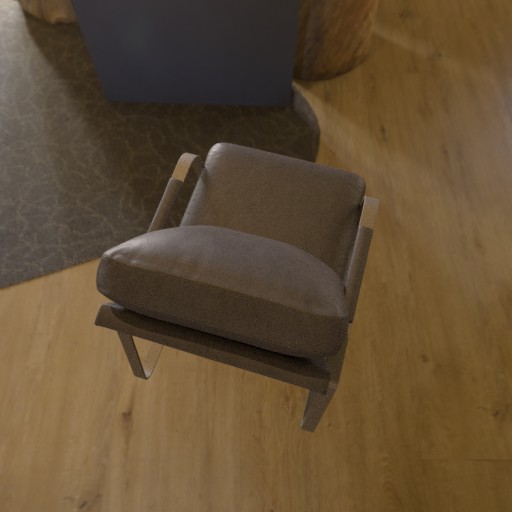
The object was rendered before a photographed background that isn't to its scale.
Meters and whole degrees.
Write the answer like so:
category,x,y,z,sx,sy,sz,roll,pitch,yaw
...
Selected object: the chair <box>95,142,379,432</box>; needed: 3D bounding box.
category,x,y,z,sx,sy,sz,roll,pitch,yaw
chair,0.000,0.000,1.483,0.692,0.839,0.878,15,64,7
